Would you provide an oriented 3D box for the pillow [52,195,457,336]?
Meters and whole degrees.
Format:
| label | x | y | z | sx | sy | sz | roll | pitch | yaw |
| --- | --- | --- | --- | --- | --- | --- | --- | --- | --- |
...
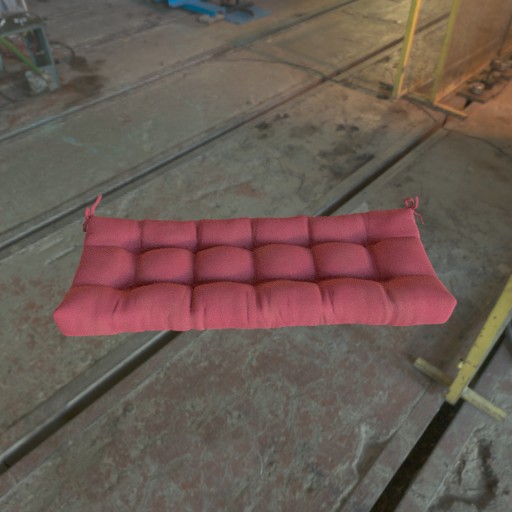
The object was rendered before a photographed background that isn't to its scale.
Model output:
| label | x | y | z | sx | sy | sz | roll | pitch | yaw |
| --- | --- | --- | --- | --- | --- | --- | --- | --- | --- |
| pillow | 0.000 | 0.000 | 1.409 | 1.194 | 0.174 | 0.511 | -2 | 45 | -2 |
